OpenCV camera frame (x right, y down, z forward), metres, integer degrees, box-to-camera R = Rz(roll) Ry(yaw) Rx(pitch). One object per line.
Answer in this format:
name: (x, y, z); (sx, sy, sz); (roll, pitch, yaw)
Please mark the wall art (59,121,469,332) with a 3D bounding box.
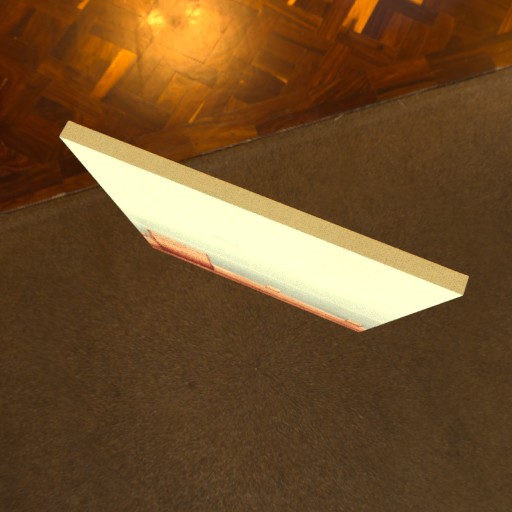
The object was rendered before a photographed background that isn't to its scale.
wall art: (0.000, 0.000, 0.910); (0.605, 0.605, 0.034); (22, 77, 5)
